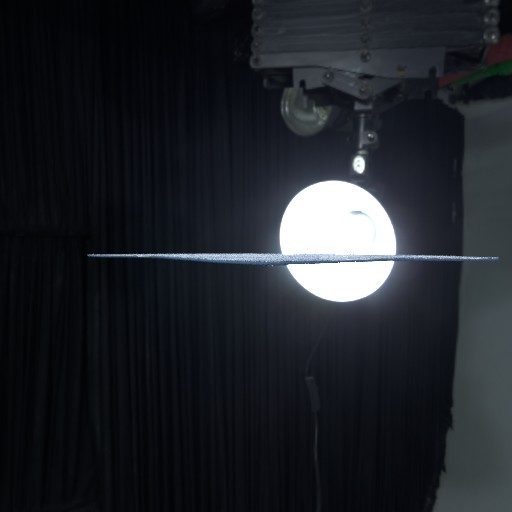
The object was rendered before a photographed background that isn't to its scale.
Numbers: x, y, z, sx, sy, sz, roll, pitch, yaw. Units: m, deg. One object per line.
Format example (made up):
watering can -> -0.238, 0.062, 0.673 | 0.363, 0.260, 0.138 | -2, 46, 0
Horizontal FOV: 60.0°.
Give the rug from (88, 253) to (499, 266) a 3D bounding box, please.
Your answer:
rug -> 0.000, 0.000, 2.185 | 1.159, 0.025, 1.793 | -1, 1, -34
